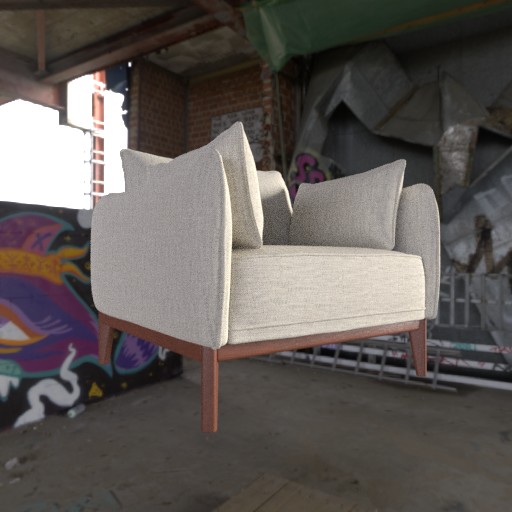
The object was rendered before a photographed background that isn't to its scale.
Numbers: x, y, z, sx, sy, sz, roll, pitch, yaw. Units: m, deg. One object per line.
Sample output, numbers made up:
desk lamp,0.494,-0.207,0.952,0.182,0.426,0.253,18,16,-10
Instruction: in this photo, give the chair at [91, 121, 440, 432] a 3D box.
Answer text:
chair,0.000,0.000,1.672,0.994,0.855,0.991,0,0,-36
